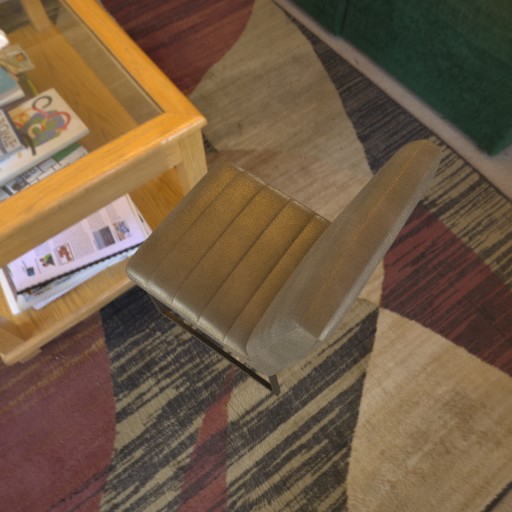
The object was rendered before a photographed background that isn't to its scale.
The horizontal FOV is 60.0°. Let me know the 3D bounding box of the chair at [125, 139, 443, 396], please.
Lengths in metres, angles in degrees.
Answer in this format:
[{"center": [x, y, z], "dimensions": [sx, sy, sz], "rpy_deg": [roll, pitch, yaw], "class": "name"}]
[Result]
[{"center": [0.000, 0.000, 1.314], "dimensions": [0.634, 0.930, 0.520], "rpy_deg": [32, 69, 14], "class": "chair"}]
